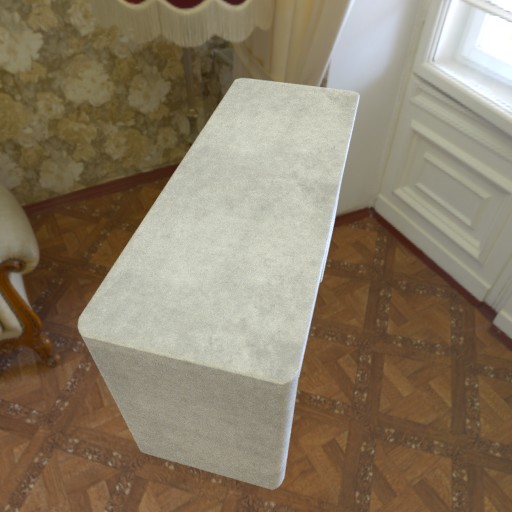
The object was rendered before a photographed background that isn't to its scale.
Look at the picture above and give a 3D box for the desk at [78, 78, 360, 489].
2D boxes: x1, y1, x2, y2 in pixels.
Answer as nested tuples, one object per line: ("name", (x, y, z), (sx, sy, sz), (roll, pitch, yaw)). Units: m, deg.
("desk", (0.000, 0.000, 1.742), (0.550, 0.755, 1.400), (11, 48, 10))
